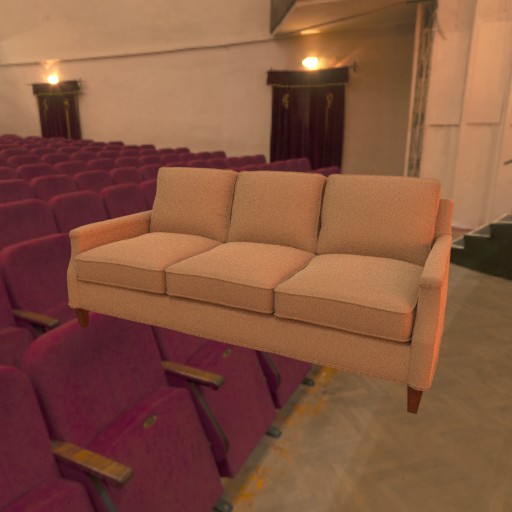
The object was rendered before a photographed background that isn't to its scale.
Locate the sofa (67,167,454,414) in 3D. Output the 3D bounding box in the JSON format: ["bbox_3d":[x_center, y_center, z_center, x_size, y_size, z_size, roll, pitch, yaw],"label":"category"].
[{"bbox_3d":[0.000,0.000,2.792,2.246,1.003,1.084,8,17,25],"label":"sofa"}]
